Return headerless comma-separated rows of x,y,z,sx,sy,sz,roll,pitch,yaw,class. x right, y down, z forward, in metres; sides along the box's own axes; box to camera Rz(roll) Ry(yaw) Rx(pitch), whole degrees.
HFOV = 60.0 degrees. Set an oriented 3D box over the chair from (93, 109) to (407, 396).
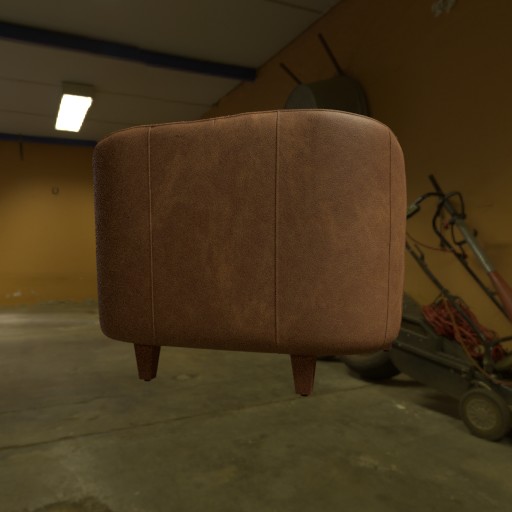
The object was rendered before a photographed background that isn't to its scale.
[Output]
0.000,0.000,1.738,1.119,0.836,0.911,0,0,18,chair
